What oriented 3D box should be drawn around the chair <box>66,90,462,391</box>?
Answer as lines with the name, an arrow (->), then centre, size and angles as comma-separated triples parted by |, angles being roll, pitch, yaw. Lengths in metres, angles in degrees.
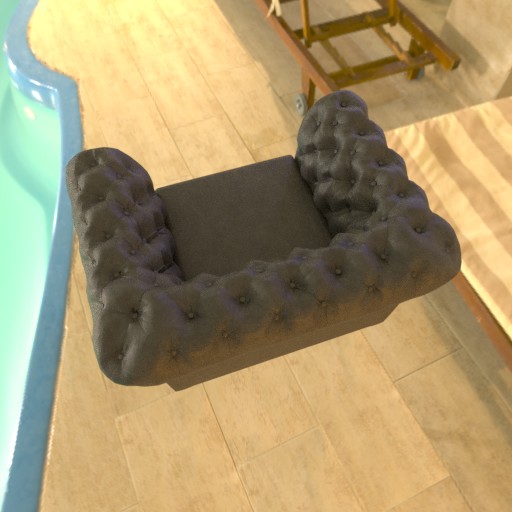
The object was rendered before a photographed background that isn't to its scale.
chair -> 0.000, 0.000, 1.869 | 1.298, 0.780, 0.943 | -16, 60, -10
